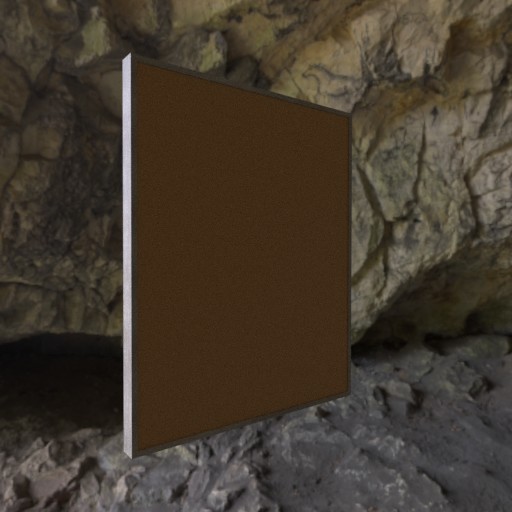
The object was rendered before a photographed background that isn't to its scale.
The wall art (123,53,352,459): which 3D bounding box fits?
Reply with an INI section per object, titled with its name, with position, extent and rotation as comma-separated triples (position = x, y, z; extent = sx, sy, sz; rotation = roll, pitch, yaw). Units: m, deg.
[wall art]
position = 0.000, 0.000, 0.706
extent = 0.421, 0.521, 0.032
rotation = -1, 1, -37
